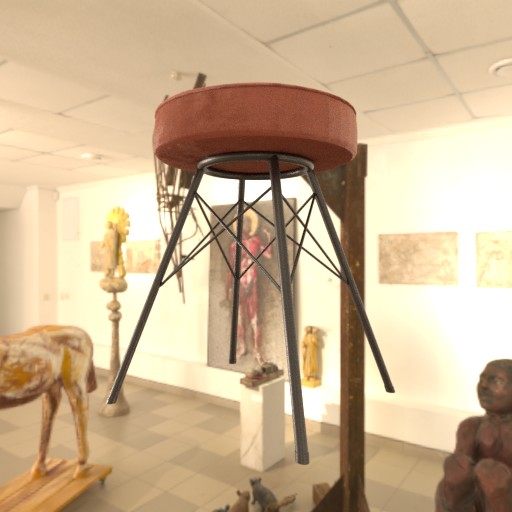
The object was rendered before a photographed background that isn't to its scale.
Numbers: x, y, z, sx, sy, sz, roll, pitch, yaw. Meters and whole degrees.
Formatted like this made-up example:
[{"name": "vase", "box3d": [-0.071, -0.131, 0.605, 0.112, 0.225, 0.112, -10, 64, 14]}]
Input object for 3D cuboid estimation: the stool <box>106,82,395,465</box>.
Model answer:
[{"name": "stool", "box3d": [0.000, 0.000, 0.925, 0.457, 0.593, 0.421, 0, 1, 35]}]
